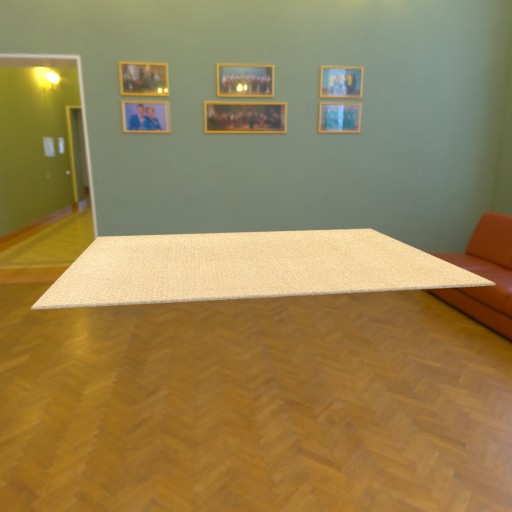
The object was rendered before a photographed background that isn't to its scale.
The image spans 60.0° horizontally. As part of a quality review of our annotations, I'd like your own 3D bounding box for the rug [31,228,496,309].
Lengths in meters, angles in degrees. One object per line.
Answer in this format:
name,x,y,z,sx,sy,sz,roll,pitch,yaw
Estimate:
rug,0.000,0.000,2.739,2.144,0.013,1.509,-2,14,-9
